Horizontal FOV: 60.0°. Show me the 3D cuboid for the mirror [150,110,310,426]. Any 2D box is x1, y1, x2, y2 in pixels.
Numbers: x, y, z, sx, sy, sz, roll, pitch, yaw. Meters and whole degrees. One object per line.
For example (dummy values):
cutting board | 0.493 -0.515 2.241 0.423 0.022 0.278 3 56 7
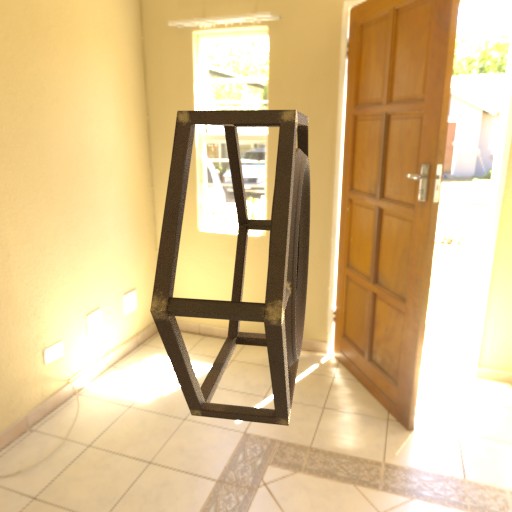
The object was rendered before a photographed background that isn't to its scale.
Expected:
mirror | 0.000 0.000 0.548 0.119 0.334 0.380 3 16 9
